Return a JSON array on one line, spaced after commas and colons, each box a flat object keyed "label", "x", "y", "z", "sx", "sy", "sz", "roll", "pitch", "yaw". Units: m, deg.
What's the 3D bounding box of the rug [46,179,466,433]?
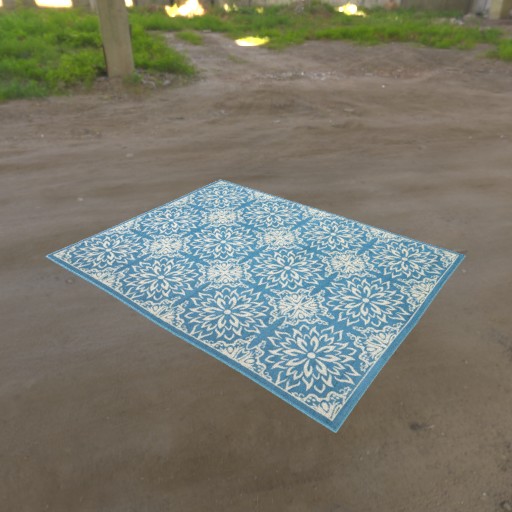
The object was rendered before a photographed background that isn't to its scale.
[{"label": "rug", "x": 0.000, "y": 0.000, "z": 3.986, "sx": 2.964, "sy": 0.018, "sz": 2.350, "roll": 22, "pitch": 38, "yaw": 32}]
